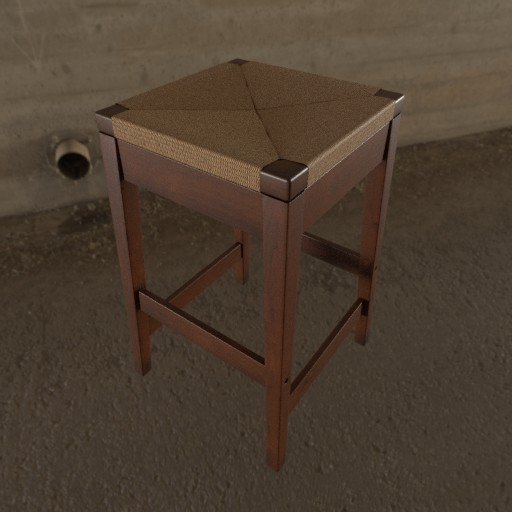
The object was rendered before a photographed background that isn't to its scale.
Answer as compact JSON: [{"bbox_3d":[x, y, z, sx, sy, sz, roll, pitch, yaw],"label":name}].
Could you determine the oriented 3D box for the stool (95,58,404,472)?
[{"bbox_3d":[0.000,0.000,1.086,0.497,0.762,0.507,25,45,27],"label":"stool"}]
